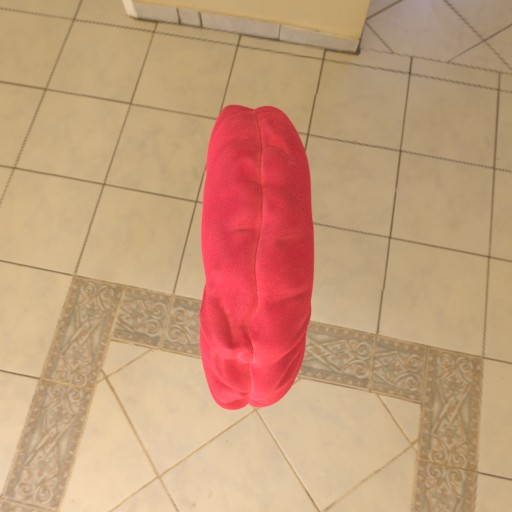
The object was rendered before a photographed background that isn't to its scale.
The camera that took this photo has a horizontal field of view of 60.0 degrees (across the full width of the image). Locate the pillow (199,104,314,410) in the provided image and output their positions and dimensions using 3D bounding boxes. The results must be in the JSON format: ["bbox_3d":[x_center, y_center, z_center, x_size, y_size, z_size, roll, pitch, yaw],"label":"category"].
[{"bbox_3d":[0.000,0.000,0.647,0.148,0.407,0.428,2,73,1],"label":"pillow"}]
